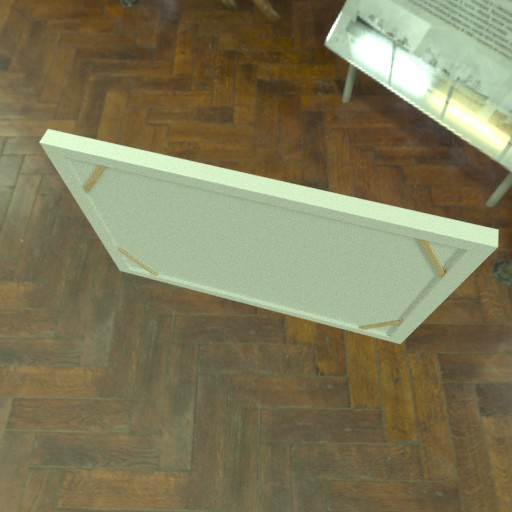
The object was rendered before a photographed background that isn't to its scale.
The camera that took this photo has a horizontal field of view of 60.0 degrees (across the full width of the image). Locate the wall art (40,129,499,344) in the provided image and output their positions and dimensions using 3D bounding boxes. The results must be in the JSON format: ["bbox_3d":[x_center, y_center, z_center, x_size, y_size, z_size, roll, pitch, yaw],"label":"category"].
[{"bbox_3d":[0.000,0.000,1.132,0.914,0.609,0.038,14,63,7],"label":"wall art"}]
